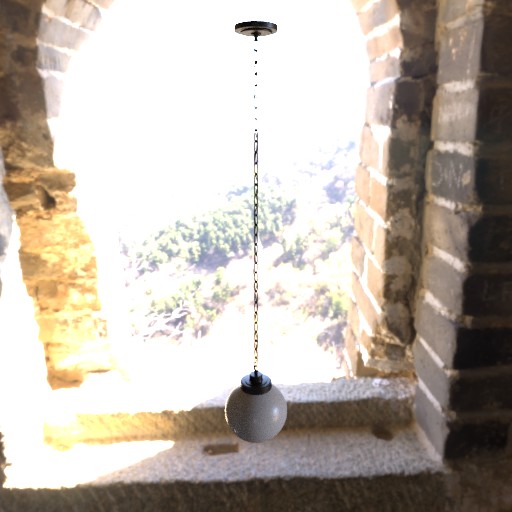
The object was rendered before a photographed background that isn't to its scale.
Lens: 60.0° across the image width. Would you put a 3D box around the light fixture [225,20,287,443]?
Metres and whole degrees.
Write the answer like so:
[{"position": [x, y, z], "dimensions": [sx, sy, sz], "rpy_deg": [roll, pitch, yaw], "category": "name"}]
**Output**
[{"position": [0.000, 0.000, 1.978], "dimensions": [0.305, 1.867, 0.304], "rpy_deg": [14, 21, 43], "category": "light fixture"}]
